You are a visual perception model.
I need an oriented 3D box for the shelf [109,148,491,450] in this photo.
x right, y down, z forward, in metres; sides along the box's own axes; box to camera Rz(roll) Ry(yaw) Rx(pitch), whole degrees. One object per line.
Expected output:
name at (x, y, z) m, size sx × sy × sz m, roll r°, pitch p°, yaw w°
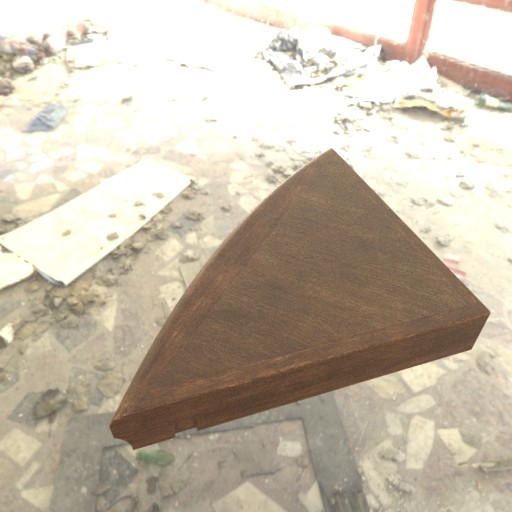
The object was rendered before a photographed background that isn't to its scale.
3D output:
shelf at (0.000, 0.000, 0.457) m, size 0.310 × 0.050 × 0.310 m, roll -12°, pitch 43°, yaw -13°
